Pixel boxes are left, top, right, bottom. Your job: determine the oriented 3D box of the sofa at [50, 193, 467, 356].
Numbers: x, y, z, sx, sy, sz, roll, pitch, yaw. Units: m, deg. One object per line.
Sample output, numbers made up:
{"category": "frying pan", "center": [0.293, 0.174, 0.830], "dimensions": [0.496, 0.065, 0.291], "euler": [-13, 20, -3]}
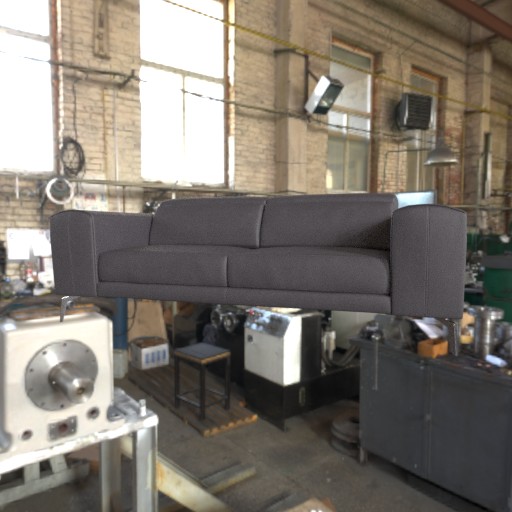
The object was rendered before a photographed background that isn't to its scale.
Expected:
{"category": "sofa", "center": [0.000, 0.000, 2.801], "dimensions": [2.330, 0.814, 1.048], "euler": [1, 4, 19]}
